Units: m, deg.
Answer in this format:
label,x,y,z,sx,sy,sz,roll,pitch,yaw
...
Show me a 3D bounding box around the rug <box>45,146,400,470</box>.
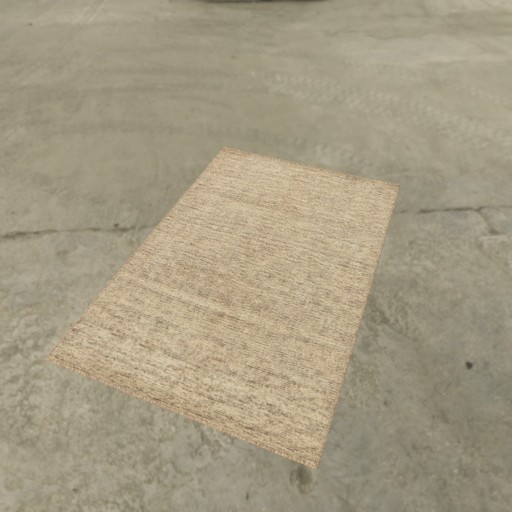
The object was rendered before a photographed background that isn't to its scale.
label,x,y,z,sx,sy,sz,roll,pitch,yaw
rug,0.000,0.000,2.328,1.211,0.018,1.822,16,47,15
